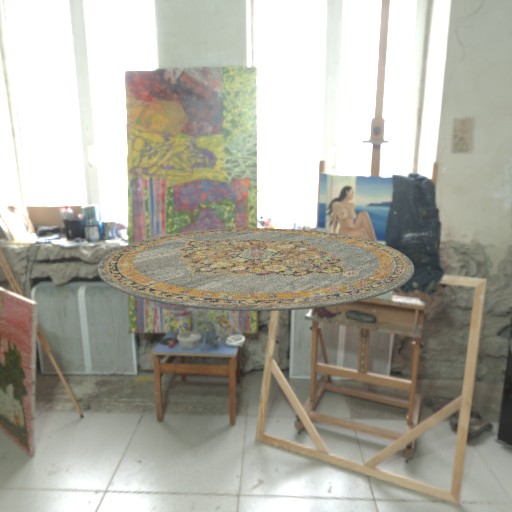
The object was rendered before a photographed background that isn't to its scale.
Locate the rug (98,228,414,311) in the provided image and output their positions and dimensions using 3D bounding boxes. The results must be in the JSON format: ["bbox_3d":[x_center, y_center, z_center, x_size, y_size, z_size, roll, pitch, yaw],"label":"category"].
[{"bbox_3d":[0.000,0.000,3.525,2.382,0.014,2.382,0,14,0],"label":"rug"}]
